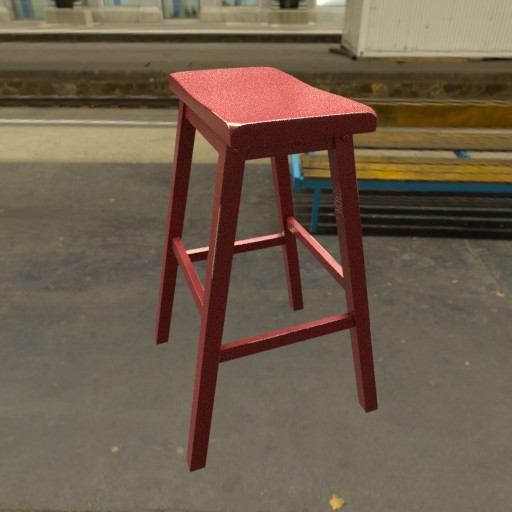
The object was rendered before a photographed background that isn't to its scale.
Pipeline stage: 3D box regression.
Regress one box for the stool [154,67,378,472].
[{"bbox_3d":[0.000,0.000,1.018,0.476,0.737,0.457,-11,34,-17],"label":"stool"}]
